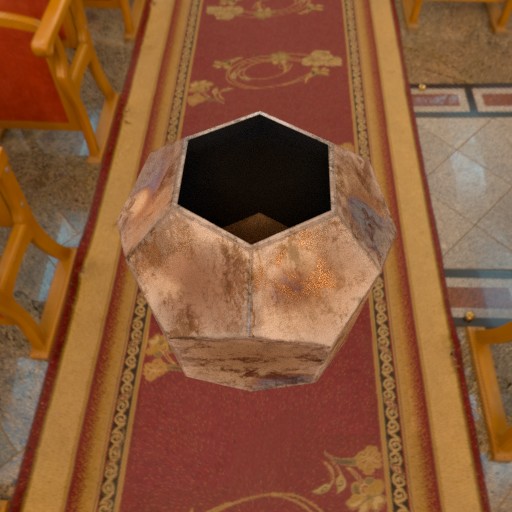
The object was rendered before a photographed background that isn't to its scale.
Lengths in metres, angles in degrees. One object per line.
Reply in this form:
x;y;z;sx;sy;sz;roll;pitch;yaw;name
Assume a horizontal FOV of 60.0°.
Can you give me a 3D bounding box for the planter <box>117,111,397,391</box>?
0.000;0.000;0.427;0.243;0.238;0.221;2;59;1;planter
